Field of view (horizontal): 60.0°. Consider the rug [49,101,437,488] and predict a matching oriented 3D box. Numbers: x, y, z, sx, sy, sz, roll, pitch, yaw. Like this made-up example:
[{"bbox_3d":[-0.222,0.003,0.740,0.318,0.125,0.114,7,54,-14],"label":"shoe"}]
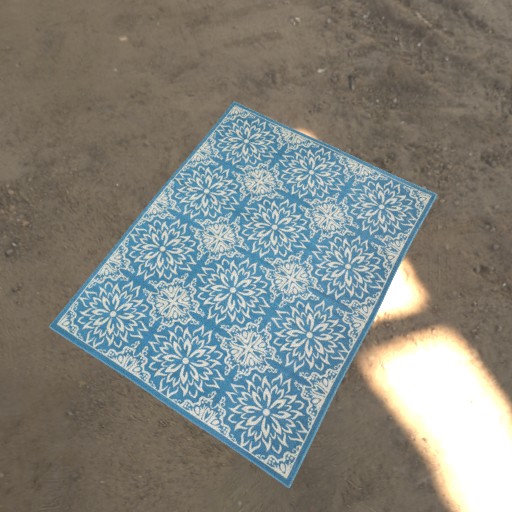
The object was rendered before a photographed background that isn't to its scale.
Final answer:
[{"bbox_3d":[0.000,0.000,4.035,2.350,0.018,2.964,28,68,13],"label":"rug"}]
